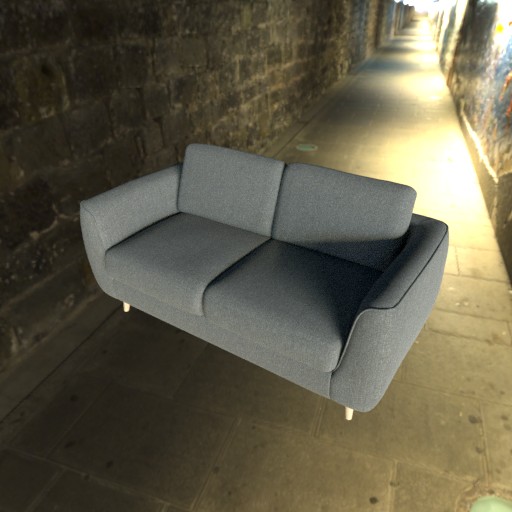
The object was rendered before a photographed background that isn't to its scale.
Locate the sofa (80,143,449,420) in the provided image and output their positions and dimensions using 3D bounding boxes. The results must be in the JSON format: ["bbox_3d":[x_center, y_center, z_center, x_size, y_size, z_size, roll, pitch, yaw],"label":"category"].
[{"bbox_3d":[0.000,0.000,2.260,1.700,0.870,0.920,18,34,29],"label":"sofa"}]
